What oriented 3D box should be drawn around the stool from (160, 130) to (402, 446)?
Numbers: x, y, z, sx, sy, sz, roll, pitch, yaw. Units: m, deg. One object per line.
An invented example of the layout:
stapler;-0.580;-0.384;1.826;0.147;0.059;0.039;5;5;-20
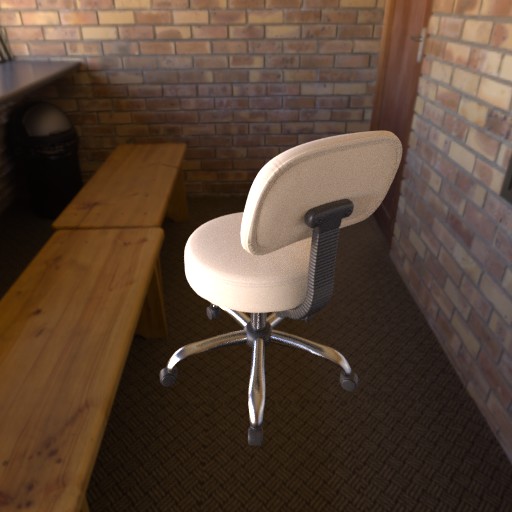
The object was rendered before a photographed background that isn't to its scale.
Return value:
stool;0.000;0.000;1.260;0.609;0.810;0.616;-19;35;-29
